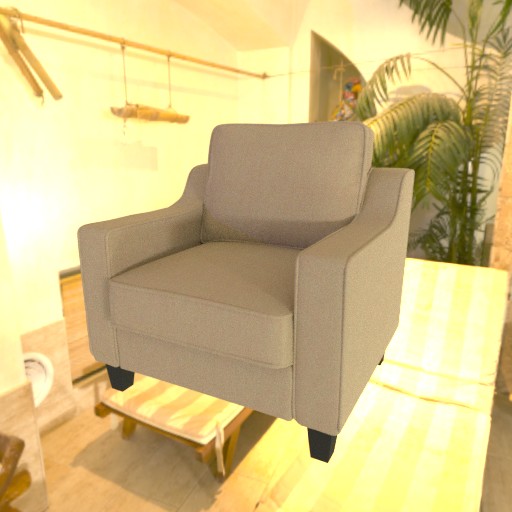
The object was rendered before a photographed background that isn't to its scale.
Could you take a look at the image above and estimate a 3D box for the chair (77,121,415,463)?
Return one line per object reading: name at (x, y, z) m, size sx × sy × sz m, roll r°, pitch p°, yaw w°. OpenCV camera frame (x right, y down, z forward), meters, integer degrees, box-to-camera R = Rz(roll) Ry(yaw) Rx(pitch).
chair at (0.000, 0.000, 1.615) m, size 0.922 × 0.948 × 0.882 m, roll 8°, pitch 16°, yaw 27°
